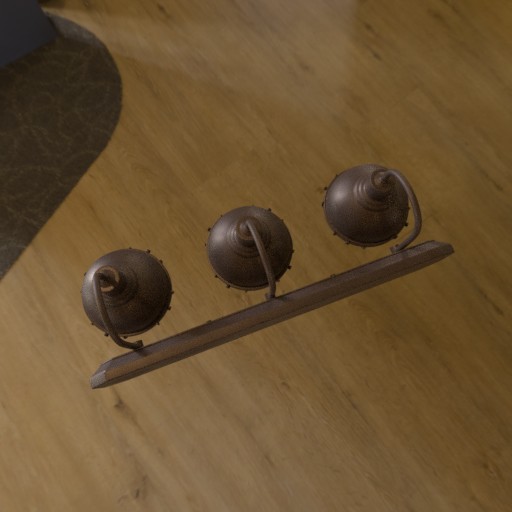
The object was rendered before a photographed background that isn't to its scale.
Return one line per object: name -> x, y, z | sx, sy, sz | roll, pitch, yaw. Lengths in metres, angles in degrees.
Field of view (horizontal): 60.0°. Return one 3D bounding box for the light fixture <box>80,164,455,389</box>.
light fixture -> 0.000, 0.000, 0.756 | 0.634, 0.254, 0.229 | -20, 76, -5
